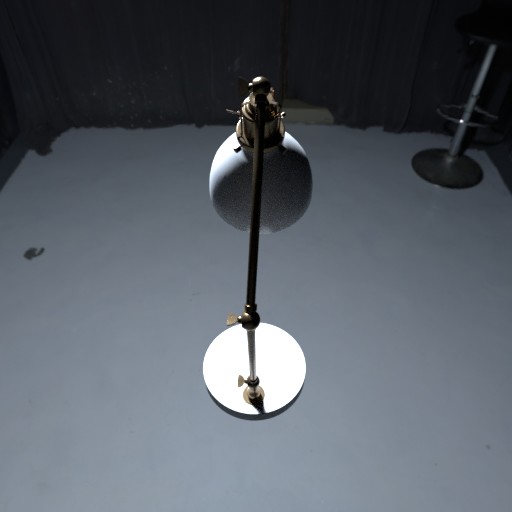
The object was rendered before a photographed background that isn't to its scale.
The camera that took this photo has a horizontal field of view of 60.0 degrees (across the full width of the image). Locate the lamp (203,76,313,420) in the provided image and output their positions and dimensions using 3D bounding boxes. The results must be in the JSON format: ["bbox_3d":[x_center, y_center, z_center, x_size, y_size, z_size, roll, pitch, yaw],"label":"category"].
[{"bbox_3d":[0.000,0.000,0.665,0.186,0.522,0.317,2,46,2],"label":"lamp"}]
